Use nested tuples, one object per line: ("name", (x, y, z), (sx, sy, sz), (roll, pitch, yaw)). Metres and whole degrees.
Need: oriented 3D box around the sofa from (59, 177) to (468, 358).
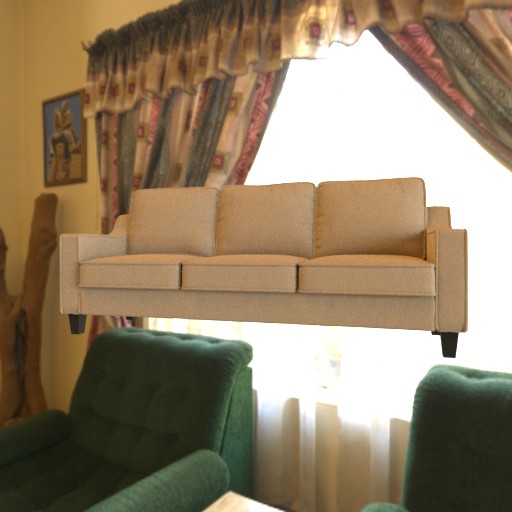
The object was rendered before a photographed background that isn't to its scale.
("sofa", (0.000, 0.000, 2.560), (2.131, 0.902, 0.791), (0, 1, 17))
